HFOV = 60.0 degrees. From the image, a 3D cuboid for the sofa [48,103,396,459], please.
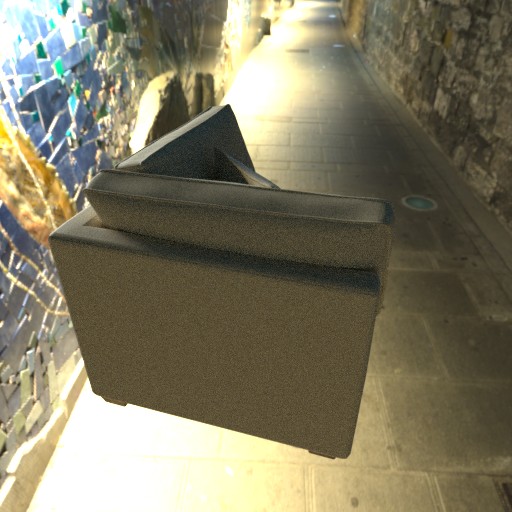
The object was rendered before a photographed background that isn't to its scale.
[{"bbox_3d":[0.000,0.000,1.925,1.084,1.002,1.146,9,34,14],"label":"sofa"}]
